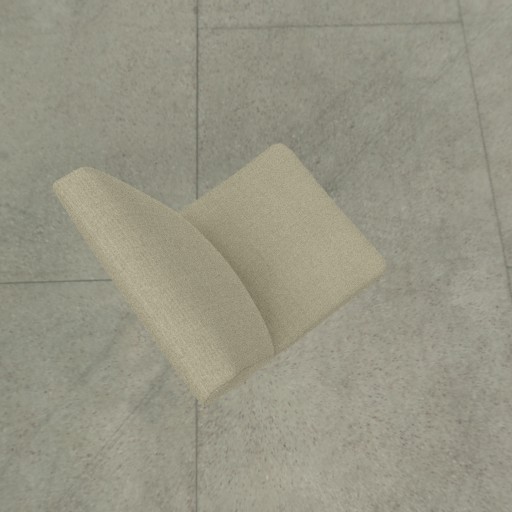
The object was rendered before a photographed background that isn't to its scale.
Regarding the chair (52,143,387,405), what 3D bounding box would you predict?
[{"bbox_3d":[0.000,0.000,1.215,0.586,0.911,0.507,-36,78,-9],"label":"chair"}]
